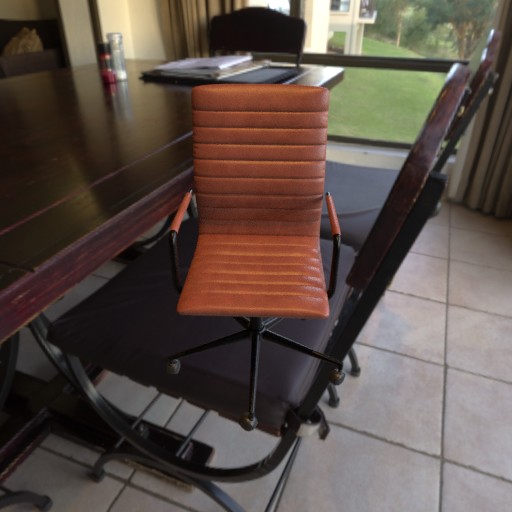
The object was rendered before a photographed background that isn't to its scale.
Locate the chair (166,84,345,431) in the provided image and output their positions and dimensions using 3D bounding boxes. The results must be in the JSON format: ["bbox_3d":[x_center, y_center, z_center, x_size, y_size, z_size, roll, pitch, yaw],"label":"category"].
[{"bbox_3d":[0.000,0.000,1.326,0.600,0.878,0.578,1,31,2],"label":"chair"}]
